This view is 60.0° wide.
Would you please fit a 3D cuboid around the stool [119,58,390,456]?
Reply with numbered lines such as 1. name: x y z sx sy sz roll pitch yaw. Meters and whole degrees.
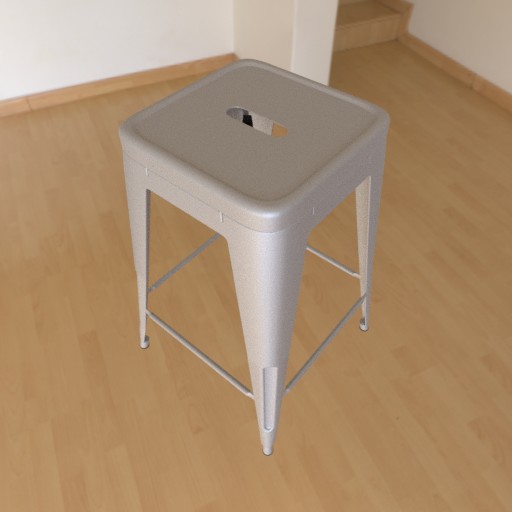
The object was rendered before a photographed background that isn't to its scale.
1. stool: 0.000 0.000 0.876 0.410 0.608 0.410 32 56 25
